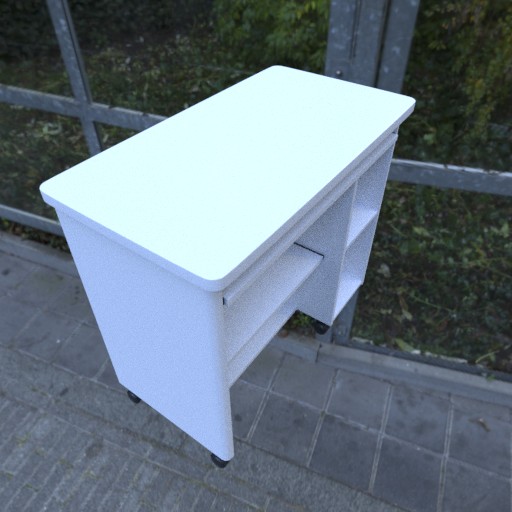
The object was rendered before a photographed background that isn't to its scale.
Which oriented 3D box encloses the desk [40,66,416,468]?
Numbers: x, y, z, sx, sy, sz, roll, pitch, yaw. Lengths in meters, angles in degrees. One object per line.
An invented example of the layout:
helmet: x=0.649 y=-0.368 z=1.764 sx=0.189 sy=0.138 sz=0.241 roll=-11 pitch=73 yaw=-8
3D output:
desk: x=0.000 y=0.000 z=1.304 sx=0.475 sy=0.763 sz=0.877 roll=25 pitch=48 yaw=26
